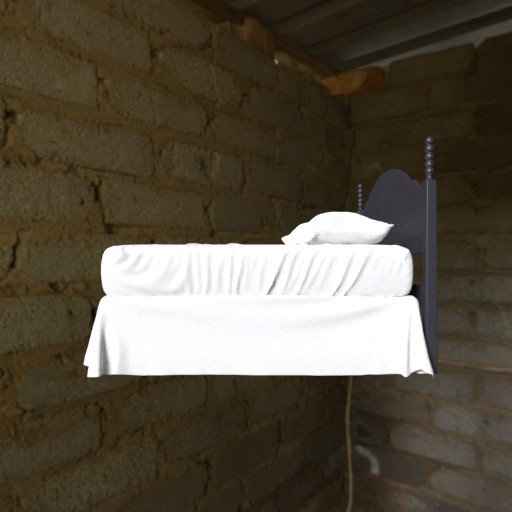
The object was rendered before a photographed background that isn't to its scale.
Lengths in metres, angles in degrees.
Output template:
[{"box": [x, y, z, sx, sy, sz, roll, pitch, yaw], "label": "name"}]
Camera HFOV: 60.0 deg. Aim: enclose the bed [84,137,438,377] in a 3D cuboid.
[{"box": [0.000, 0.000, 3.315, 2.040, 1.356, 1.873, 0, 0, -1], "label": "bed"}]
